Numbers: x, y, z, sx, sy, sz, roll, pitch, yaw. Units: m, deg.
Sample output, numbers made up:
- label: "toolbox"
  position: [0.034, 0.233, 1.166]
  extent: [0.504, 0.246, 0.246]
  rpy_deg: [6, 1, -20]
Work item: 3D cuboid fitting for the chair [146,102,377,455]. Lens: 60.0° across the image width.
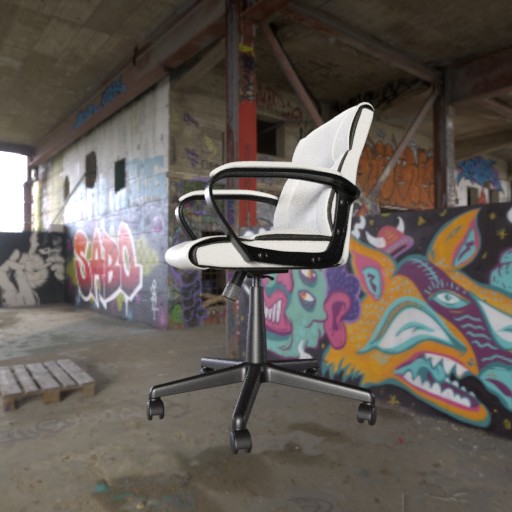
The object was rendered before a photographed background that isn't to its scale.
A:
- label: "chair"
  position: [0.000, 0.000, 1.492]
  extent: [0.717, 1.004, 0.739]
  rpy_deg: [0, -1, -18]
